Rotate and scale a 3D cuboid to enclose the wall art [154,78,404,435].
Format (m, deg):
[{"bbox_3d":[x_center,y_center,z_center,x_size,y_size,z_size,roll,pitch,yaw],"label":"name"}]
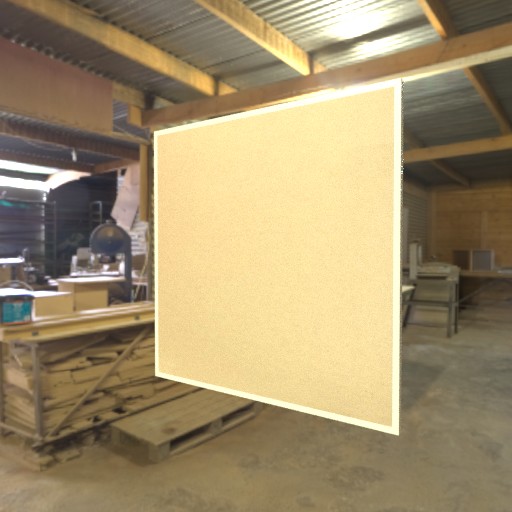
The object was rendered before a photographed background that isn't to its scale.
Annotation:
[{"bbox_3d":[0.000,0.000,0.856,0.557,0.557,0.012,1,2,35],"label":"wall art"}]
